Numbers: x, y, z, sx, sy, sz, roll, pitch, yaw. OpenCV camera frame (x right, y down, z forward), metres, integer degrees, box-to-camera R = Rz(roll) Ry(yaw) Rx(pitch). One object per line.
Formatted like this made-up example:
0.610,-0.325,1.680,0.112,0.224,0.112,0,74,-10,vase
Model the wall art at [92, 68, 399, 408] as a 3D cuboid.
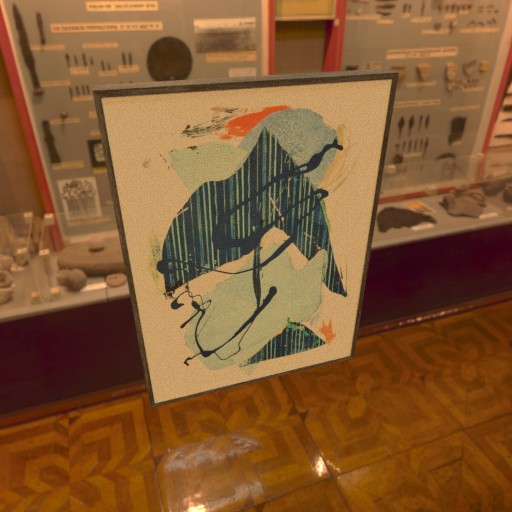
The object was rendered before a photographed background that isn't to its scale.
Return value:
0.000,0.000,1.346,0.762,1.016,0.063,-10,33,-15,wall art
